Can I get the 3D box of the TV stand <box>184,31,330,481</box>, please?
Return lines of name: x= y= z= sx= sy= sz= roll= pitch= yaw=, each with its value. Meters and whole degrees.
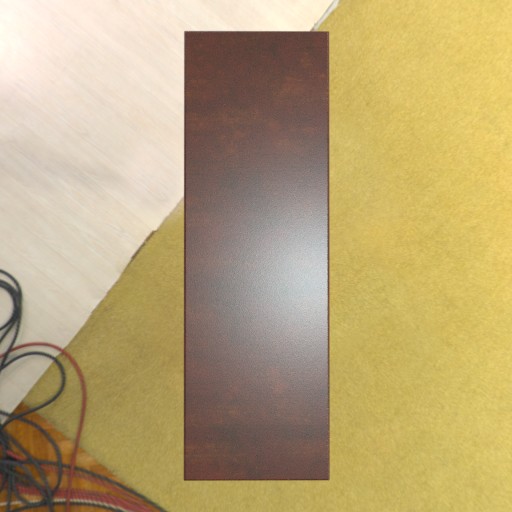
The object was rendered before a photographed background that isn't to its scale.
TV stand: x=0.000 y=0.000 z=1.804 sx=0.445 sy=0.915 sz=1.372 roll=0 pitch=90 yaw=0
